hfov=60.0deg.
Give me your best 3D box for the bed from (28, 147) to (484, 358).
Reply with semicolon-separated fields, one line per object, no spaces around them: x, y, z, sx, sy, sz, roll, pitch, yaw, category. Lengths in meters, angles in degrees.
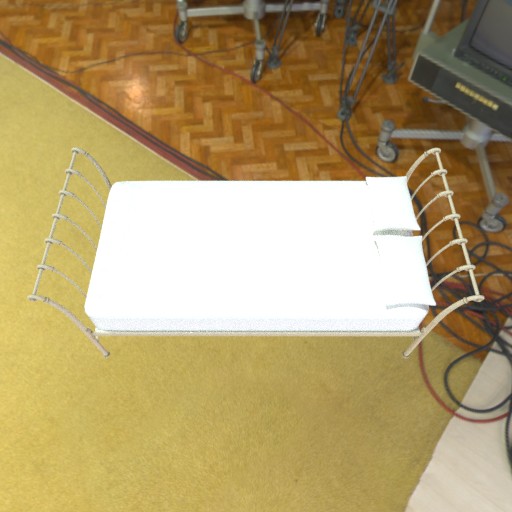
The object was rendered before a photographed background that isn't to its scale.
0.000;0.000;2.772;2.228;0.873;1.032;0;59;0;bed
